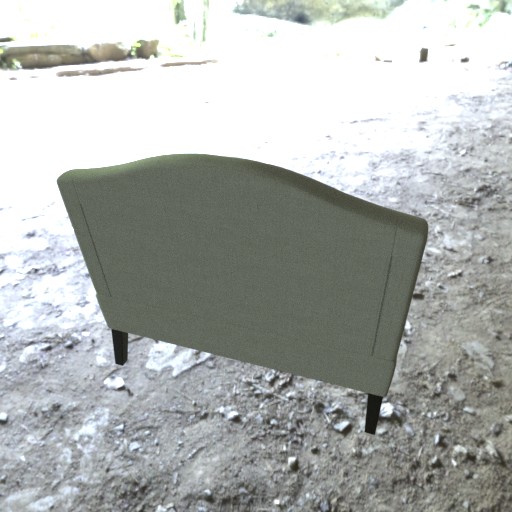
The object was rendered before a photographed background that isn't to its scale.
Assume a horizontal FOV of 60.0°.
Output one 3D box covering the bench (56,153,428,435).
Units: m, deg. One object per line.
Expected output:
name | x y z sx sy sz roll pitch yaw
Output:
bench | 0.000 0.000 2.019 1.335 1.180 0.815 10 34 16
